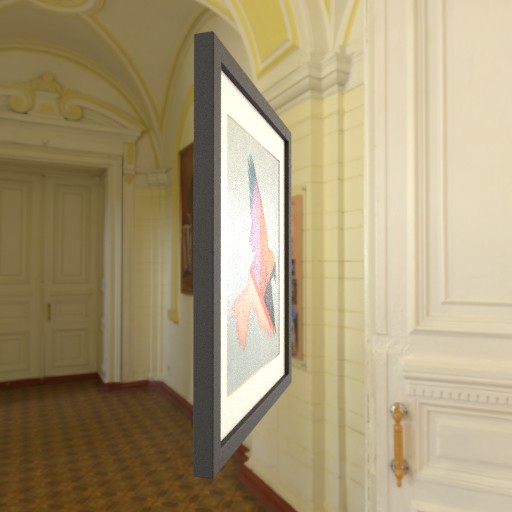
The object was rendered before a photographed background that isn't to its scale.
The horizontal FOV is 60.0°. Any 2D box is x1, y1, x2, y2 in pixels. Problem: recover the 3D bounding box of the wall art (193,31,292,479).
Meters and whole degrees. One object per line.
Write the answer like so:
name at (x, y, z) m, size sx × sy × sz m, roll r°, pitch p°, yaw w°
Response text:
wall art at (0.000, 0.000, 0.773) m, size 0.028 × 0.558 × 0.457 m, roll 0°, pitch -1°, yaw 17°
